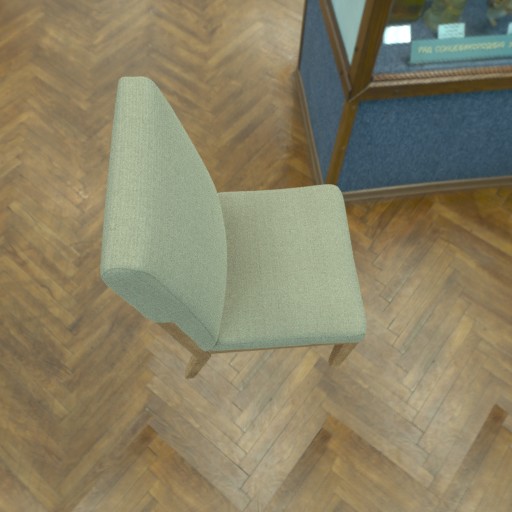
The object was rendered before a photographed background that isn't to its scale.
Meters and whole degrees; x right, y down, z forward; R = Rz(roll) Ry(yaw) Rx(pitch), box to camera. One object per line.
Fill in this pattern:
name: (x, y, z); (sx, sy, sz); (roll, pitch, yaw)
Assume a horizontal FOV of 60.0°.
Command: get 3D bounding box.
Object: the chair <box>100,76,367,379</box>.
chair: (0.000, 0.000, 1.264); (0.586, 0.911, 0.507); (-4, 64, -2)
